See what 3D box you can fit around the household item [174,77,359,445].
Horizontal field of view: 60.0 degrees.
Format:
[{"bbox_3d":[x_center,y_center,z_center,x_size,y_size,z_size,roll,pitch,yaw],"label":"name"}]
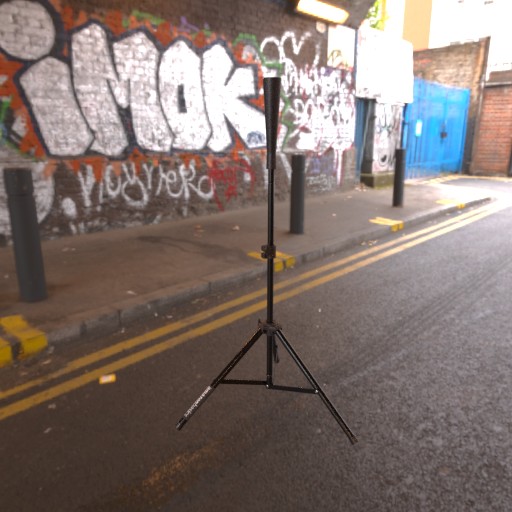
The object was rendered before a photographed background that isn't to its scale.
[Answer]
[{"bbox_3d":[0.000,0.000,1.434,0.559,1.067,0.559,-2,15,-8],"label":"household item"}]
